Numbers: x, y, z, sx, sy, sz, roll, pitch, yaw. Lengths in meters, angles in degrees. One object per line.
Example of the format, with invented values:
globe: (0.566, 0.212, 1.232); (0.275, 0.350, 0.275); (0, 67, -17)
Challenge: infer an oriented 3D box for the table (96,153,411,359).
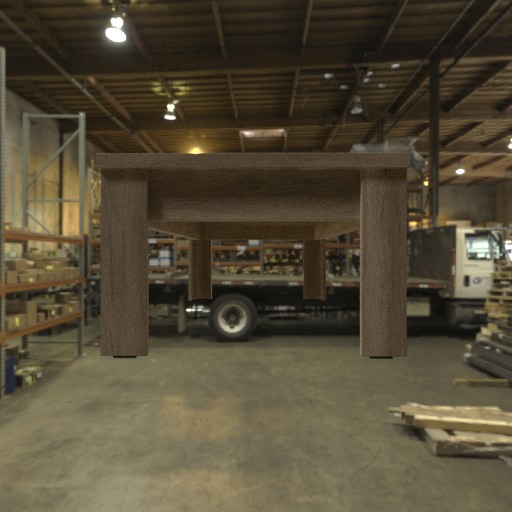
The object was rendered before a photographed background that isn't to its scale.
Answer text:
table: (0.000, 0.000, 1.661); (0.700, 0.460, 1.350); (0, 0, 1)
